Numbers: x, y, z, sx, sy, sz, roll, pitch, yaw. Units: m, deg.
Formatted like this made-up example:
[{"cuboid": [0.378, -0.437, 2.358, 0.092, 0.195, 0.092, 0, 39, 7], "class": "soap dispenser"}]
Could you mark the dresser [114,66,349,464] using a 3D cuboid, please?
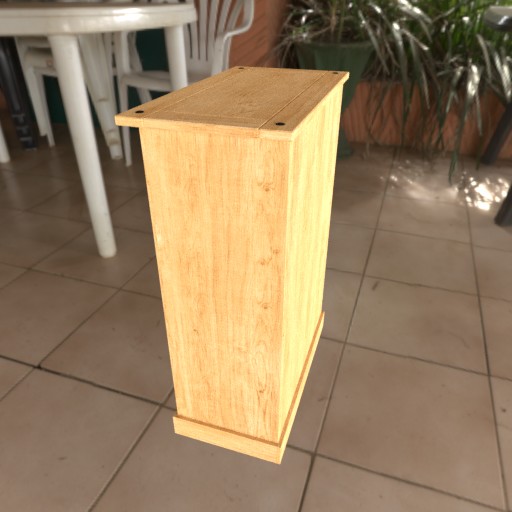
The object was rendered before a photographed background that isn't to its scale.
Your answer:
[{"cuboid": [0.000, 0.000, 1.805, 0.485, 1.300, 0.915, 10, 32, 16], "class": "dresser"}]
